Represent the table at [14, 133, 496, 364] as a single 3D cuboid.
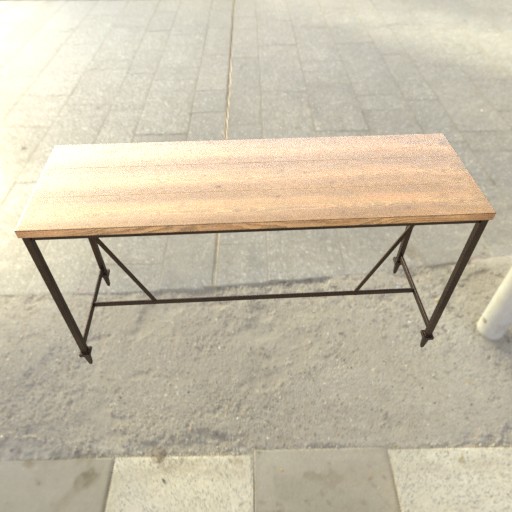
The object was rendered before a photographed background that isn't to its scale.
[{"bbox_3d":[0.000,0.000,2.066,1.700,0.902,0.551,-2,46,-2],"label":"table"}]
